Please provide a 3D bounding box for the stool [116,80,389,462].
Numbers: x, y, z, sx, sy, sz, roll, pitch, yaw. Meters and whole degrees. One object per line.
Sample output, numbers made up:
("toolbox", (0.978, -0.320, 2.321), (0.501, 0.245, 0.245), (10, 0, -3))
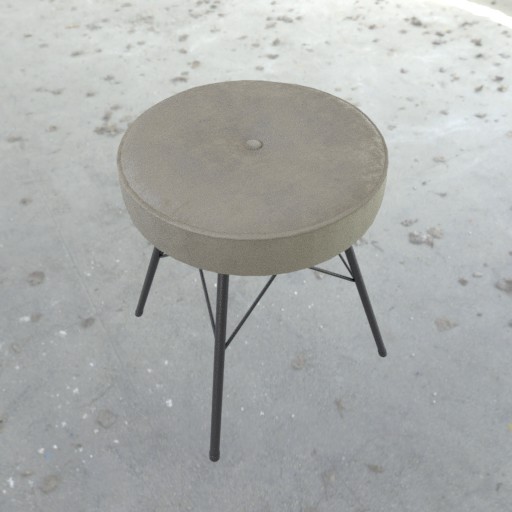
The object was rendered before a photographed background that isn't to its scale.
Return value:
("stool", (0.000, 0.000, 0.860), (0.457, 0.538, 0.423), (-24, 52, -21))
